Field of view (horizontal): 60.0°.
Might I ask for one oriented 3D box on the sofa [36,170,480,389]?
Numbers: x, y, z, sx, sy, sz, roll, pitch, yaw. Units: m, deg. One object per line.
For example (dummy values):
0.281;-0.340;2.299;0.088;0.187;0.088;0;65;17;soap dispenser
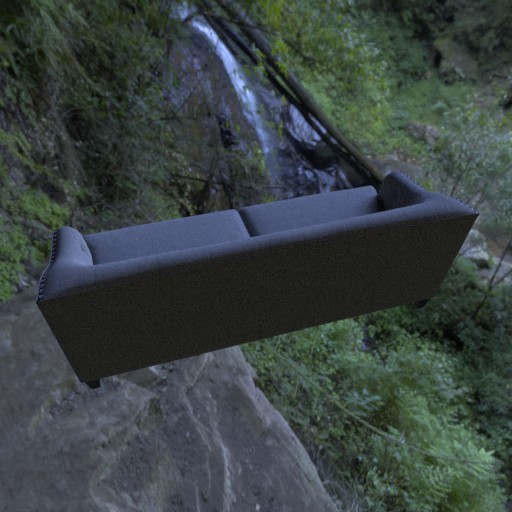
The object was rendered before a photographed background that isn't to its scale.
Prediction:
0.000;0.000;2.707;2.235;0.901;0.914;-11;43;-13;sofa
